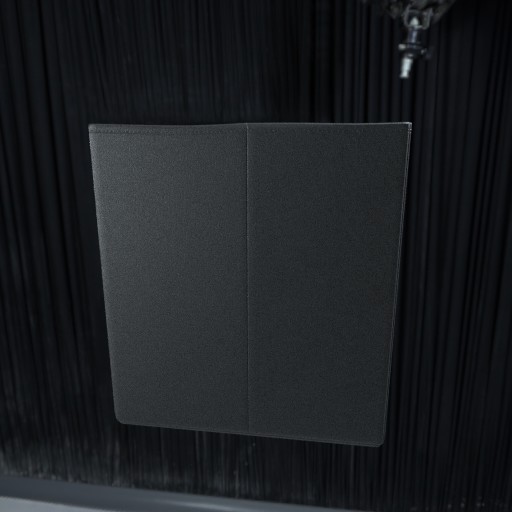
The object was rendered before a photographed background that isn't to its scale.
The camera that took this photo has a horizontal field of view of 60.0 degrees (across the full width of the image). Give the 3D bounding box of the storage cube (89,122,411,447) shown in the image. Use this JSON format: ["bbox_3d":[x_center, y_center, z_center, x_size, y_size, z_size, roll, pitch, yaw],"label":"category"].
[{"bbox_3d":[0.000,0.000,0.502,0.270,0.280,0.270,2,15,8],"label":"storage cube"}]
